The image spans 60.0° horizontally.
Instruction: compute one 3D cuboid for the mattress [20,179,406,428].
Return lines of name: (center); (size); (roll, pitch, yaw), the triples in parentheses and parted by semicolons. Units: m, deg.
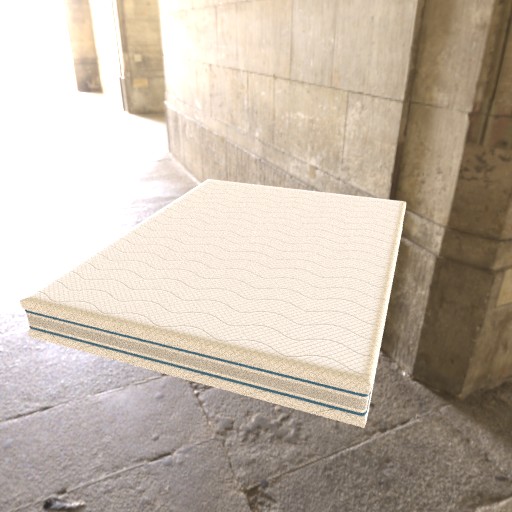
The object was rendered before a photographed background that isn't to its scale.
mattress: (0.000, 0.000, 2.683); (1.600, 0.230, 2.000); (9, 28, 18)
